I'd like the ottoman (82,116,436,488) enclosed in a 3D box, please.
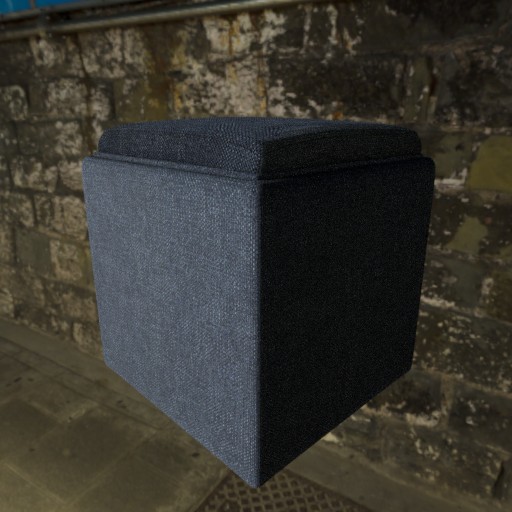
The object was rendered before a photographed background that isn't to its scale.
[{"bbox_3d":[0.000,0.000,0.822,0.436,0.493,0.454,-16,24,-41],"label":"ottoman"}]
